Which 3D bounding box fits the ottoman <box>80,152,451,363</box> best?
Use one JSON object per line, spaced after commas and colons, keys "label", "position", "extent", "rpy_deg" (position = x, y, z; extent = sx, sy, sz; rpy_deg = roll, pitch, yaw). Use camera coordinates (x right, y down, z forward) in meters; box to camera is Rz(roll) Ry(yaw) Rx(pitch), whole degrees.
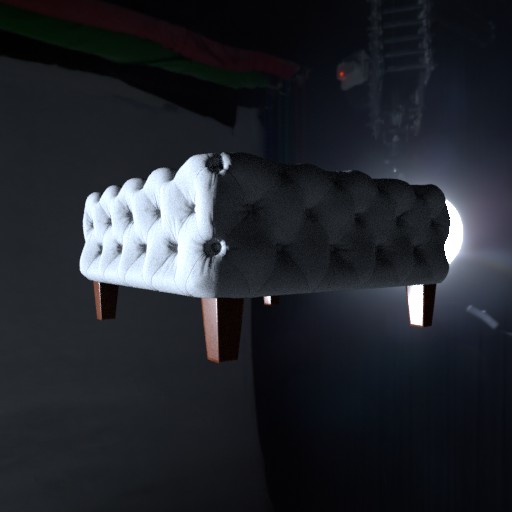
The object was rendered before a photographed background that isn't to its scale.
{"label": "ottoman", "position": [0.000, 0.000, 1.214], "extent": [0.758, 0.365, 0.764], "rpy_deg": [0, 0, -37]}
